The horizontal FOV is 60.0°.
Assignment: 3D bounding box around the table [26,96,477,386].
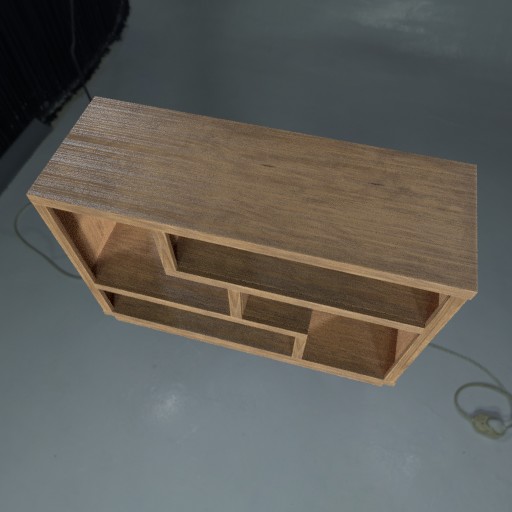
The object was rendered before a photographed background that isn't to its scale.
[{"bbox_3d":[0.000,0.000,1.519,1.151,0.771,0.410,12,58,8],"label":"table"}]
